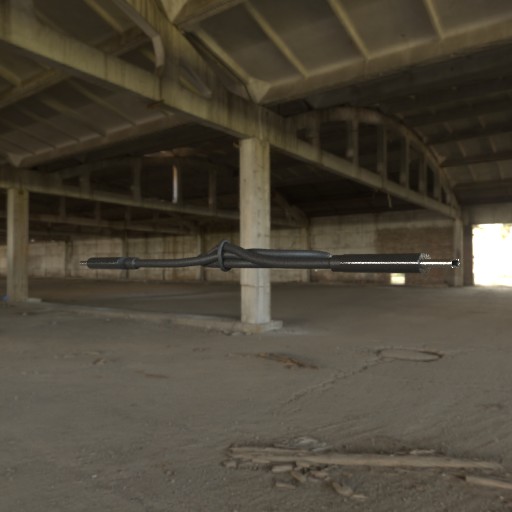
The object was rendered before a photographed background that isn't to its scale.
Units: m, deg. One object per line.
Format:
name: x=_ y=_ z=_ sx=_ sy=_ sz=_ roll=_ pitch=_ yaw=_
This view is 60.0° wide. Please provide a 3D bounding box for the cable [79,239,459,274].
cable: x=0.000 y=0.000 z=0.209 sx=0.186 sy=0.014 sz=0.070 roll=-1 pitch=-1 yaw=35
